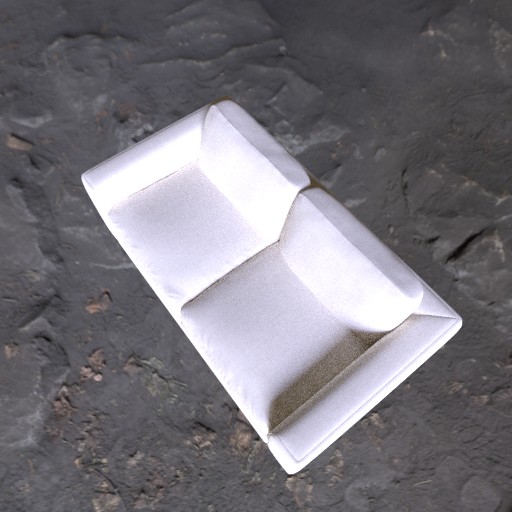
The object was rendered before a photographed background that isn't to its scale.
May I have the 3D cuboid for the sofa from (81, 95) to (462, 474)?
[{"bbox_3d":[0.000,0.000,2.423,1.069,0.801,1.920,-35,68,-17],"label":"sofa"}]
